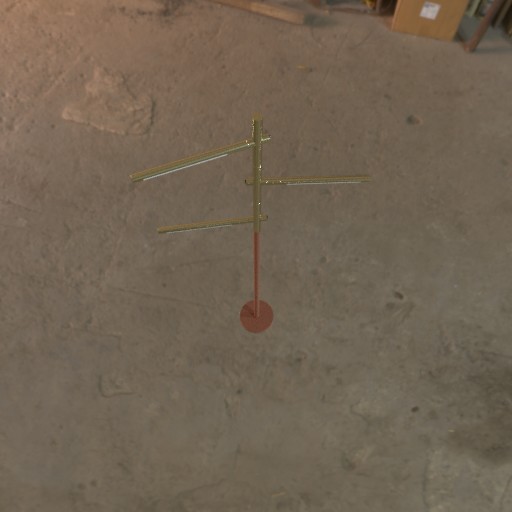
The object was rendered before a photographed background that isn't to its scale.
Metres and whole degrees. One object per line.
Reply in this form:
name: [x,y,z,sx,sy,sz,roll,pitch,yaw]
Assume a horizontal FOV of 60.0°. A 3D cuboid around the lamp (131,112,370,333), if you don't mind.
lamp: [0.000,0.000,1.963,0.737,1.704,0.209,-14,65,-7]
